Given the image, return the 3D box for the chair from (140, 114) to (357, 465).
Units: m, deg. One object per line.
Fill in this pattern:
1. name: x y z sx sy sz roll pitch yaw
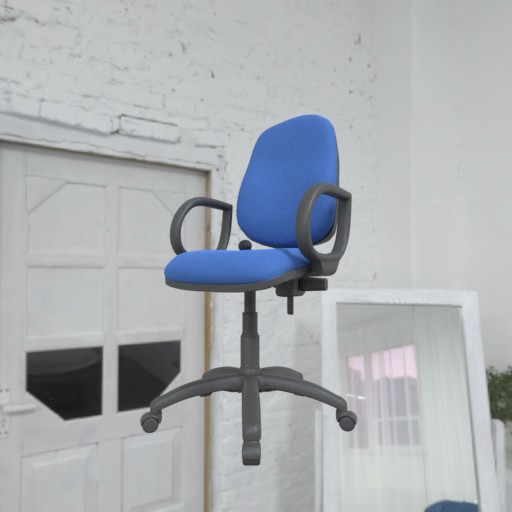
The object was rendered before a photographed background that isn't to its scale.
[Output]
1. chair: 0.000 0.000 1.252 0.552 0.905 0.549 -1 -1 36
